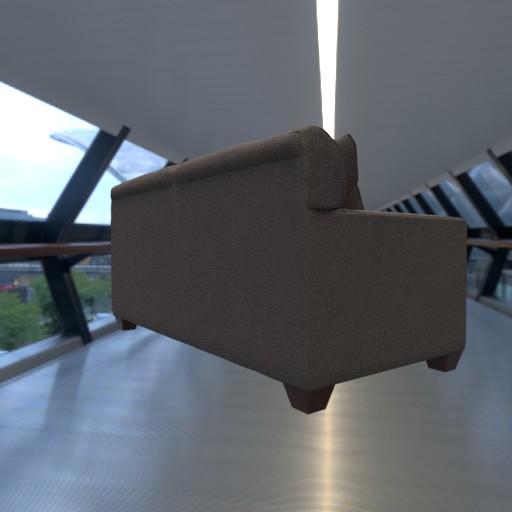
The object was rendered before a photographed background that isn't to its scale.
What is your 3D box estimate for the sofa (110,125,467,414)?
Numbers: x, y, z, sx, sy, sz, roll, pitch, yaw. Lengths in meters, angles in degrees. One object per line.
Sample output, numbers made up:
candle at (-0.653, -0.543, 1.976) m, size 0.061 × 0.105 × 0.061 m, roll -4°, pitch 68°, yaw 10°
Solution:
sofa at (0.000, 0.000, 2.376) m, size 1.000 × 0.958 × 1.846 m, roll -1°, pitch 2°, yaw -36°
